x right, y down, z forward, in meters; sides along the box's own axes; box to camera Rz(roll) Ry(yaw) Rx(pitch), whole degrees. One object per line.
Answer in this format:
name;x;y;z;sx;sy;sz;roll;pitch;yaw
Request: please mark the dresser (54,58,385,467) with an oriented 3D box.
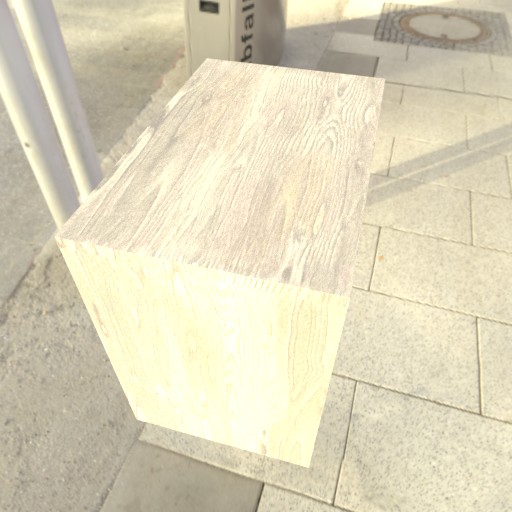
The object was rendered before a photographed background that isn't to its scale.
dresser;0.000;0.000;1.290;0.529;0.762;0.809;11;47;11
